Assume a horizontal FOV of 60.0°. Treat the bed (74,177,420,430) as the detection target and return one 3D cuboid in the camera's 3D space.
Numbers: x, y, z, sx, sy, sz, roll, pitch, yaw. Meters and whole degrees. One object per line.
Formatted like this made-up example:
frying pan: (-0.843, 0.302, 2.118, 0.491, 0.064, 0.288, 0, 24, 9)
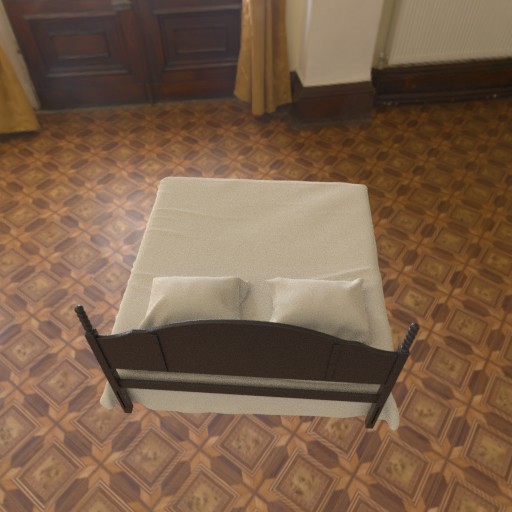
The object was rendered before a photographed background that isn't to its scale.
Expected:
bed: (0.000, 0.000, 3.651, 2.322, 1.355, 2.219, 3, 47, 2)
